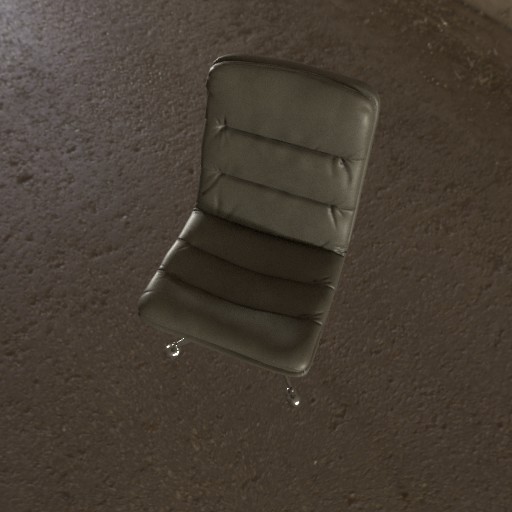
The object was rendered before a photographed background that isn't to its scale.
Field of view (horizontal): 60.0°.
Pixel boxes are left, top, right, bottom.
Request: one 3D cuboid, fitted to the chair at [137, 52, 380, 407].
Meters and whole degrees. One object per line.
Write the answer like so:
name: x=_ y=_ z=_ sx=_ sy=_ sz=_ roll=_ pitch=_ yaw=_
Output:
chair: x=0.000 y=0.000 z=1.059 sx=0.422 sy=0.738 sz=0.485 roll=18 pitch=61 yaw=10
